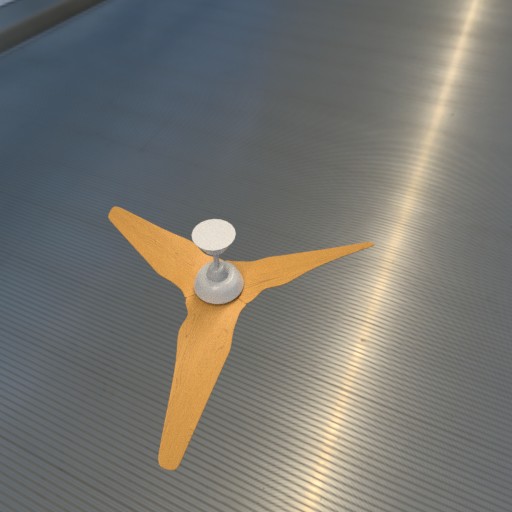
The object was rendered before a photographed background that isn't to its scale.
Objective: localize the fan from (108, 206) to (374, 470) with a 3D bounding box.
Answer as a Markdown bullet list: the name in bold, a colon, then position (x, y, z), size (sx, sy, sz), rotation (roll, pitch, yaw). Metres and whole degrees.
- **fan**: position (0.000, 0.000, 1.631), size (1.010, 0.355, 1.142), rotation (-16, 50, -14)
